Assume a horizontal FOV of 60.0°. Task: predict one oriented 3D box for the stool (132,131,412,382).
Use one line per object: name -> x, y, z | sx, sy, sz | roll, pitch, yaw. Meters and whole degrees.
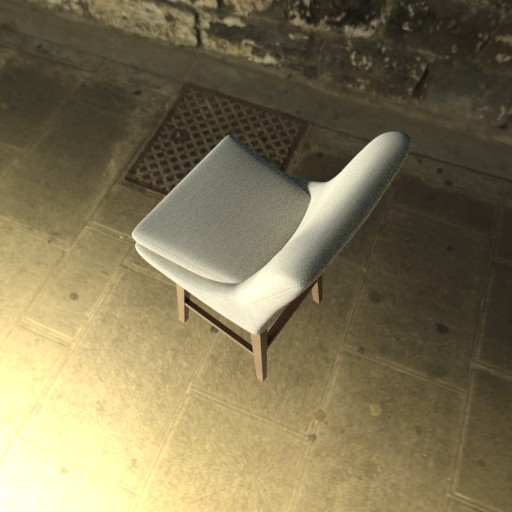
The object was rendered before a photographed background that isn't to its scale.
stool -> 0.000, 0.000, 1.412 | 0.559, 1.093, 0.483 | 34, 68, 15
